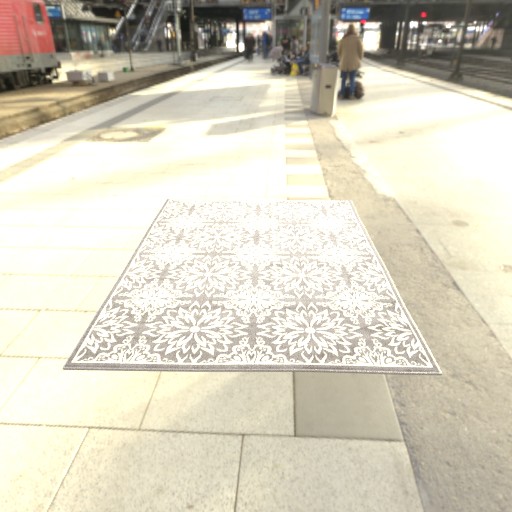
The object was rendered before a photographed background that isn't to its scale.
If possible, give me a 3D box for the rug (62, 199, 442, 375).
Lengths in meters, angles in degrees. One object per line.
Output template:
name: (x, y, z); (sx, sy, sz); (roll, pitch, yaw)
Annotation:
rug: (0.000, 0.000, 2.860); (1.608, 0.014, 2.213); (1, 26, 1)
